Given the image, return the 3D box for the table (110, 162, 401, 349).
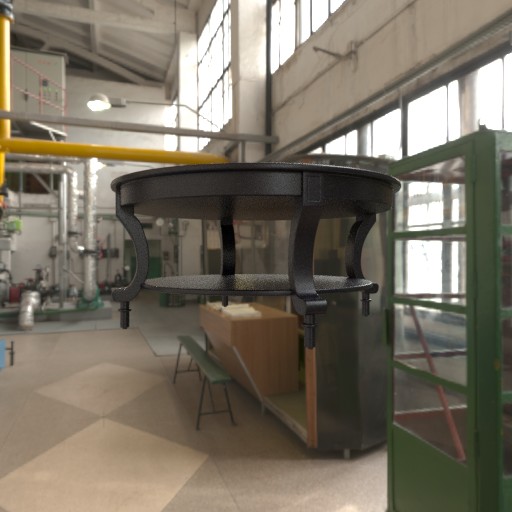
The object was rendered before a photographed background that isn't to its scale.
[{"bbox_3d":[0.000,0.000,1.645,1.029,0.491,1.029,0,1,0],"label":"table"}]
